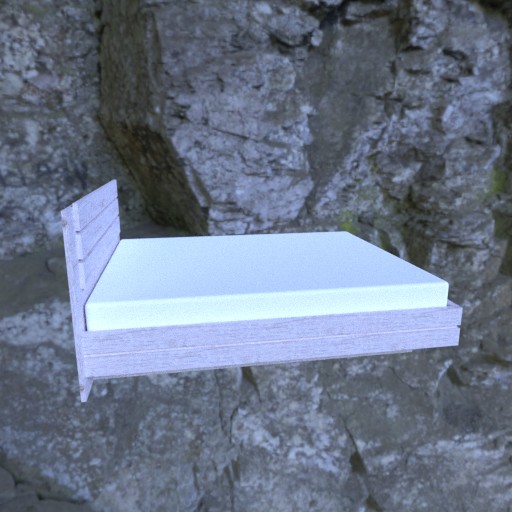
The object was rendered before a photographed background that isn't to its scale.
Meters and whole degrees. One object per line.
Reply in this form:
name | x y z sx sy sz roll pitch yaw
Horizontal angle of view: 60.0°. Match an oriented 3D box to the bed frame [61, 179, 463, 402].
bed frame | 0.000 0.000 3.095 2.080 0.970 1.750 -3 14 -10
